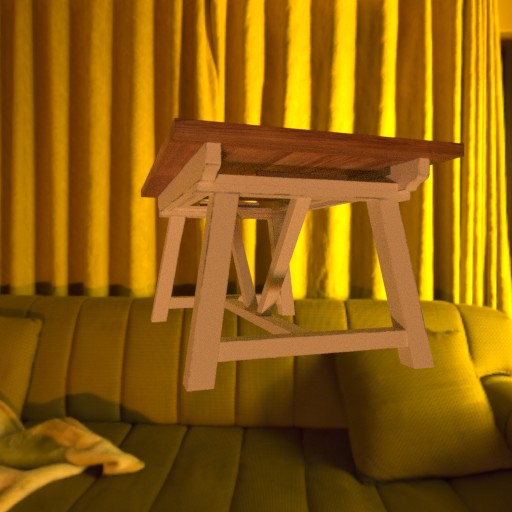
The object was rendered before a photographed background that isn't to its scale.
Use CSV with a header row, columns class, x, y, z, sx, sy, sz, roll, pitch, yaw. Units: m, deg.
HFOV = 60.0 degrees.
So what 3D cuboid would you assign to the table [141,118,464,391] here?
class,x,y,z,sx,sy,sz,roll,pitch,yaw
table,0.000,0.000,2.003,0.922,0.743,1.503,0,1,-18
